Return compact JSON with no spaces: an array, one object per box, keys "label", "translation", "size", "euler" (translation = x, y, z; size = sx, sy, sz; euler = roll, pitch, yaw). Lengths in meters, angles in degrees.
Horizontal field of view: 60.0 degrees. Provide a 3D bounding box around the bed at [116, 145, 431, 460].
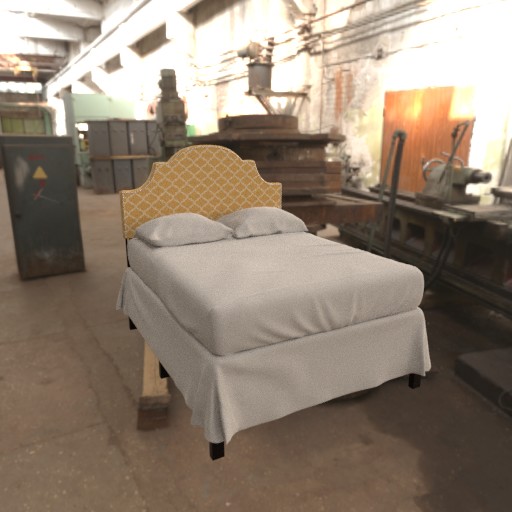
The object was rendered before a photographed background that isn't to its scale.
[{"label":"bed","translation":[0.000,0.000,3.401],"size":[1.780,1.633,2.222],"euler":[-8,17,-27]}]
